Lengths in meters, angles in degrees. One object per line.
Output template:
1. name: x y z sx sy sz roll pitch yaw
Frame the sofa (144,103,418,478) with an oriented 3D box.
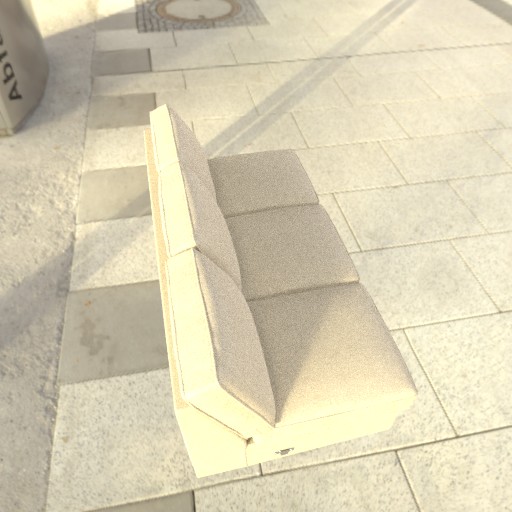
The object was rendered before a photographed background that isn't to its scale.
1. sofa: 0.000 0.000 2.461 1.027 0.973 1.962 -10 47 -9
